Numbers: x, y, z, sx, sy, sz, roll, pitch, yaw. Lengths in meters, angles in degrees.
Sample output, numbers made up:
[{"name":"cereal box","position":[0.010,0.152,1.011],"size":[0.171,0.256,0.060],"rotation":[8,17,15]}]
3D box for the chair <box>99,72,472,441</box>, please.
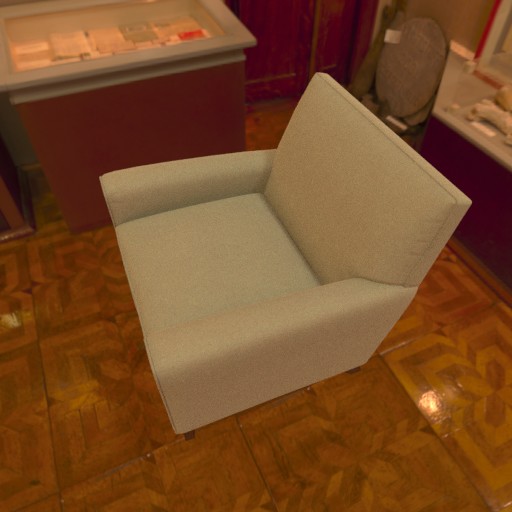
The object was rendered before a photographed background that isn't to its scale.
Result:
[{"name":"chair","position":[0.000,0.000,1.540],"size":[0.871,0.846,0.840],"rotation":[-17,49,-15]}]
